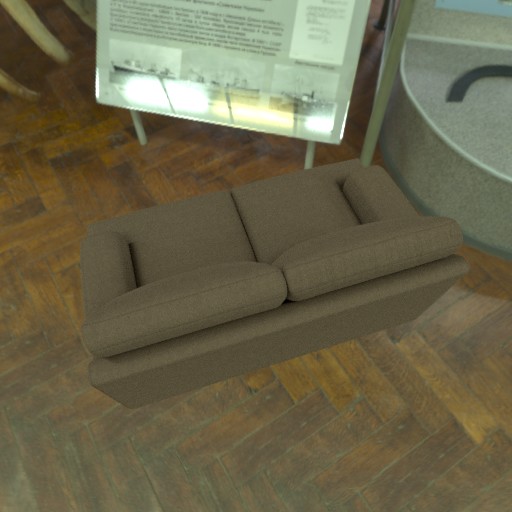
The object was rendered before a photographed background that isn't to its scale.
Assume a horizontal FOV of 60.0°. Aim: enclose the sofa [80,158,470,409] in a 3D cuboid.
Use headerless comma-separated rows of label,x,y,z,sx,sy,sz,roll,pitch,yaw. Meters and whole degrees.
sofa,0.000,0.000,2.488,1.869,0.950,1.140,-15,59,-9
